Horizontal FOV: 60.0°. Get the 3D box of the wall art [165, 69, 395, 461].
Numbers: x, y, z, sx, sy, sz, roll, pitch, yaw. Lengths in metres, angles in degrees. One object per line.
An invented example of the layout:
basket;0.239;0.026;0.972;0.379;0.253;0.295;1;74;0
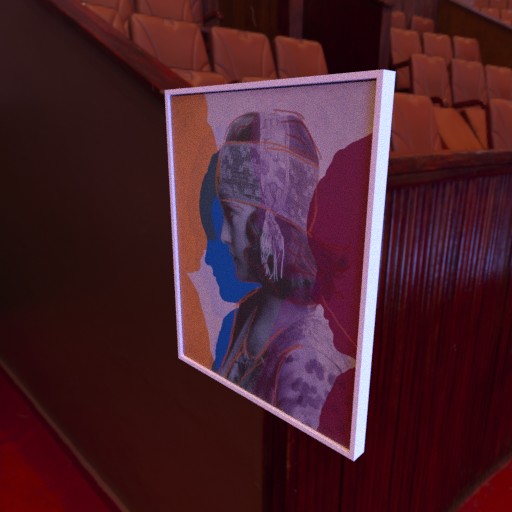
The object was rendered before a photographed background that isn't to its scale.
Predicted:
wall art;0.000;0.000;0.751;0.443;0.549;0.030;15;22;42
